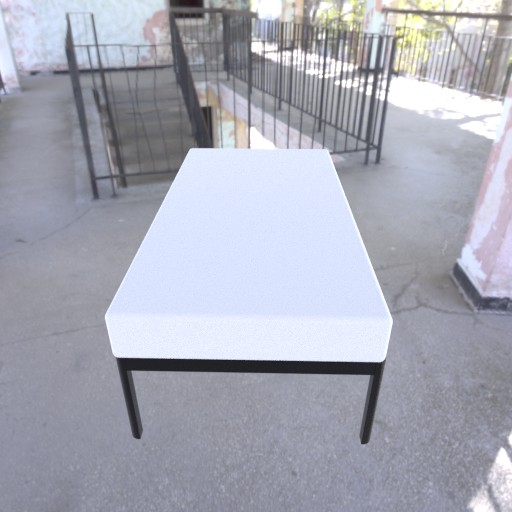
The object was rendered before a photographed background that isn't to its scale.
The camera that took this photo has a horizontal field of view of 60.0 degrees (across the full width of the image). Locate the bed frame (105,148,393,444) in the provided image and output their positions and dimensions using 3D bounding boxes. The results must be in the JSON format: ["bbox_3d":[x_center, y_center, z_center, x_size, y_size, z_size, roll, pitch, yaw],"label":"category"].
[{"bbox_3d":[0.000,0.000,2.519,1.023,0.659,1.950,1,30,1],"label":"bed frame"}]
